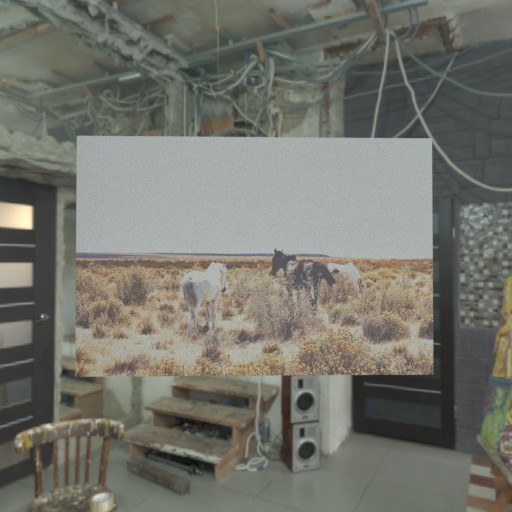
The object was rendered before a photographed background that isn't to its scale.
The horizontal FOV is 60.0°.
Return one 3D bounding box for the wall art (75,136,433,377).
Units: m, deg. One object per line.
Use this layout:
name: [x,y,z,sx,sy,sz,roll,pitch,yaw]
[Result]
wall art: [0.000,0.000,1.438,1.138,0.761,0.051,0,-1,-2]
